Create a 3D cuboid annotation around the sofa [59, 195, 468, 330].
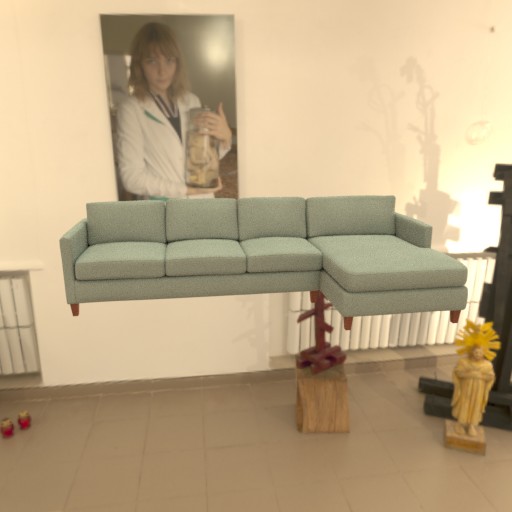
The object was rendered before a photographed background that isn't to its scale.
[{"bbox_3d":[0.000,0.000,4.205,3.471,0.950,1.604,-2,16,-8],"label":"sofa"}]
